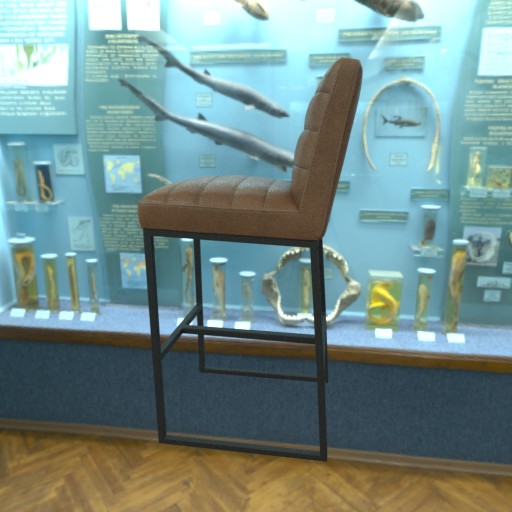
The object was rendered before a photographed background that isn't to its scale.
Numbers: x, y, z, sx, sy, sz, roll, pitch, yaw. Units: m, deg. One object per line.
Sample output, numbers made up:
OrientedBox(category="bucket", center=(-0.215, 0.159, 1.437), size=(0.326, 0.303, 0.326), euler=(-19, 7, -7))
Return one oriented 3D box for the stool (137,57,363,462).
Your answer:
OrientedBox(category="stool", center=(0.000, 0.000, 1.337), size=(0.556, 1.040, 0.458), euler=(2, 14, 9))
